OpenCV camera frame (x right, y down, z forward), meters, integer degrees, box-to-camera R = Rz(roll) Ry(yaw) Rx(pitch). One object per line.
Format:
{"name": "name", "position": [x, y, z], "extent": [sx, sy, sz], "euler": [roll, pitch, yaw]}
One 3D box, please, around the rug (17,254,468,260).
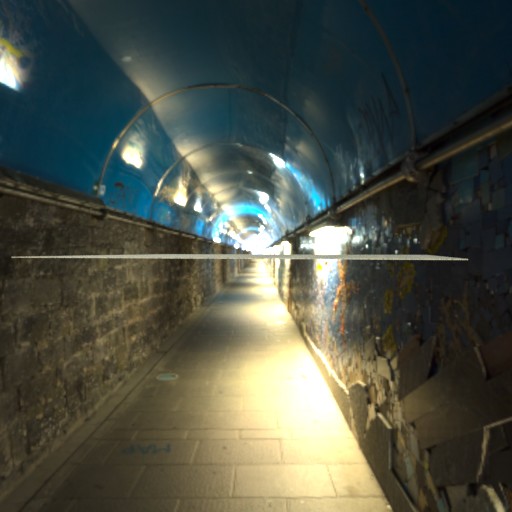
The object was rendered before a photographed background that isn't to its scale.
{"name": "rug", "position": [0.000, 0.000, 4.128], "extent": [3.197, 0.006, 2.438], "euler": [0, 1, 16]}
